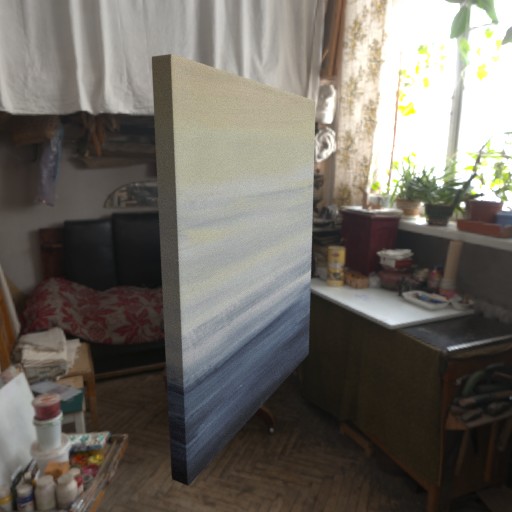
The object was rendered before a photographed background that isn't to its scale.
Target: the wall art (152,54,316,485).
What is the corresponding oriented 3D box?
[{"bbox_3d":[0.000,0.000,0.974,0.041,0.710,0.608,6,14,26],"label":"wall art"}]
